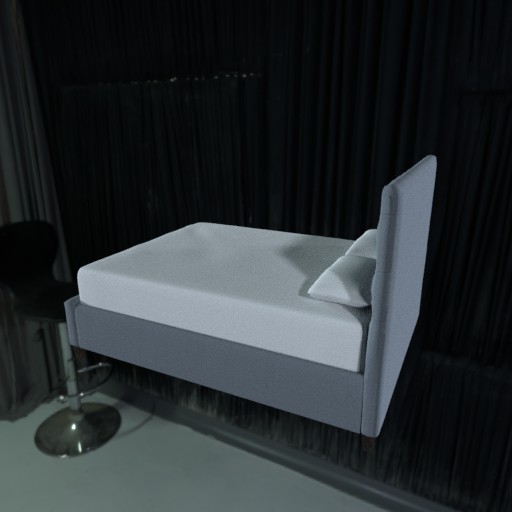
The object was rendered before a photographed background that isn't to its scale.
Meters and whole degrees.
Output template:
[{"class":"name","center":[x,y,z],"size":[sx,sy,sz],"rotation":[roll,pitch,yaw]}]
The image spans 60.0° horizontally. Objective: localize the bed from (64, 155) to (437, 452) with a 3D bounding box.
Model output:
[{"class":"bed","center":[0.000,0.000,3.299],"size":[2.231,1.427,1.698],"rotation":[9,20,25]}]
